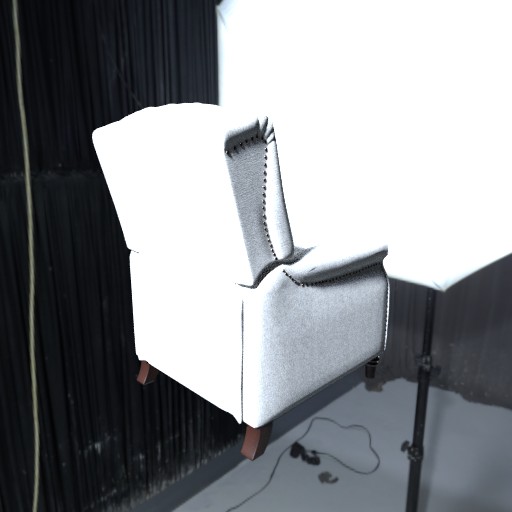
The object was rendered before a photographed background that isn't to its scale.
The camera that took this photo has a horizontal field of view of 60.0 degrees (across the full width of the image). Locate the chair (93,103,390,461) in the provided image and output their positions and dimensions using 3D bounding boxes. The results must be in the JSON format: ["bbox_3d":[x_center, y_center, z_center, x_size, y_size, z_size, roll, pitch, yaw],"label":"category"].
[{"bbox_3d":[0.000,0.000,1.655,0.902,1.035,0.742,-13,19,-43],"label":"chair"}]
